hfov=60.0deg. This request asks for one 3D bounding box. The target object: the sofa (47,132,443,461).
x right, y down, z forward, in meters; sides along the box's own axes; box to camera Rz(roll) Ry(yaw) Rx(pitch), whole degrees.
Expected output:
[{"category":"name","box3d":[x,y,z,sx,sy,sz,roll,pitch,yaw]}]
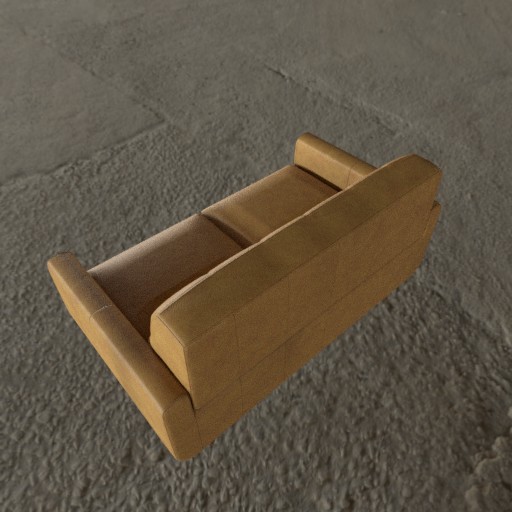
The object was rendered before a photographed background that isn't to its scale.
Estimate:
[{"category":"sofa","box3d":[0.000,0.000,2.181,1.651,0.925,0.952,-32,54,-27]}]
